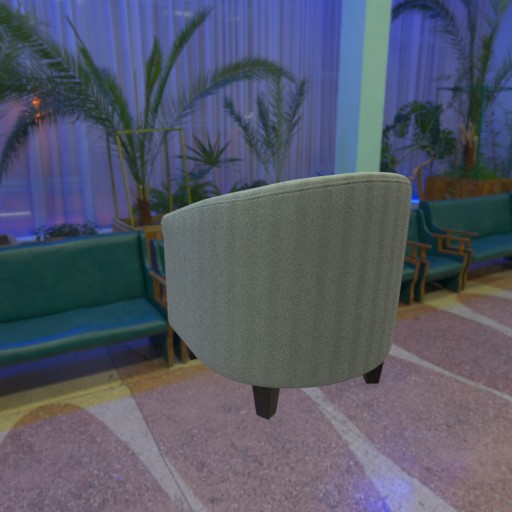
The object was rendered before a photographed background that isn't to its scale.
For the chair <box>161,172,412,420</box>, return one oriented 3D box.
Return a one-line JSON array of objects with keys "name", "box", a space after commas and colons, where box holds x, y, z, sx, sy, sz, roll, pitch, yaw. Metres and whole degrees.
[{"name": "chair", "box": [0.000, 0.000, 1.811, 0.756, 0.757, 1.288, -8, 17, -27]}]
